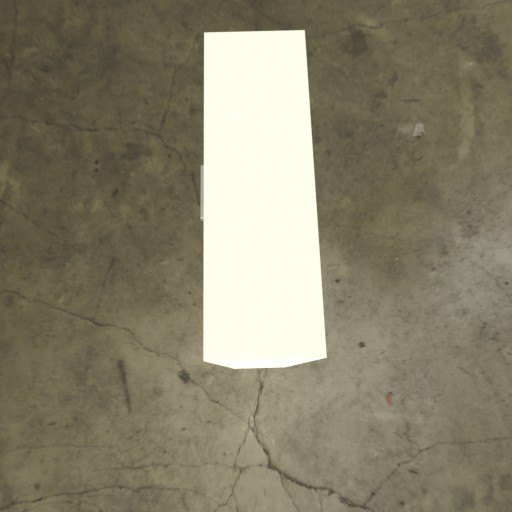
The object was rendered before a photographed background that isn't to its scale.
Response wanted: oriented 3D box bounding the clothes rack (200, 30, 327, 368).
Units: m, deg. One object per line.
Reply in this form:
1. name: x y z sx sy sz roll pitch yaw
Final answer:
1. clothes rack: 0.000 0.000 1.561 0.250 1.280 0.750 -2 75 0
